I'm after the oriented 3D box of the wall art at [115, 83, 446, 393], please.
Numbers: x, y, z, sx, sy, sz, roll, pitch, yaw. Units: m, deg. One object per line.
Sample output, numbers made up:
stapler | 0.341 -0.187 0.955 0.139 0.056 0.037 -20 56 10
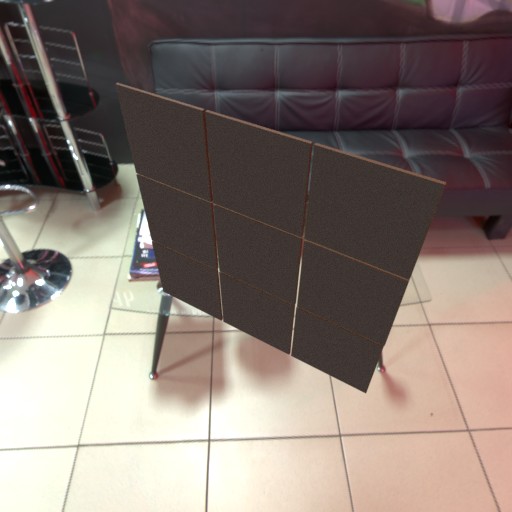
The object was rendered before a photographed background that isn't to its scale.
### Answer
wall art | 0.000 0.000 2.350 1.527 1.521 0.017 23 50 21
